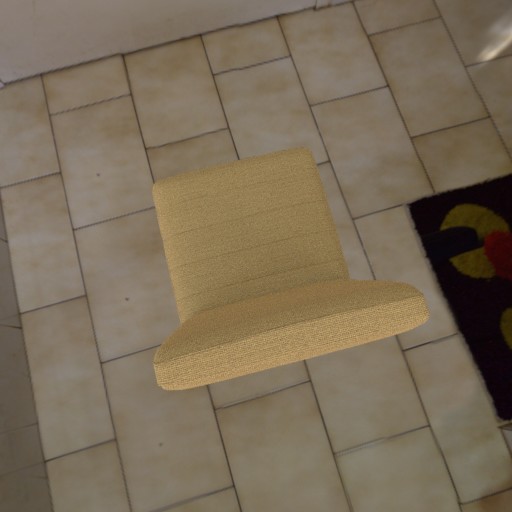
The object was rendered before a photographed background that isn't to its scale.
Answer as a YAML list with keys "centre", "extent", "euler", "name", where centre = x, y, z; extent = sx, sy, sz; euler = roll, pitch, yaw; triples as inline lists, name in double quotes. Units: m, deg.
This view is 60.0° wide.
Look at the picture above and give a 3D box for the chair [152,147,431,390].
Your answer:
- centre: [0.000, 0.000, 1.290]
  extent: [0.520, 0.930, 0.634]
  euler: [-14, 76, -4]
  name: "chair"
